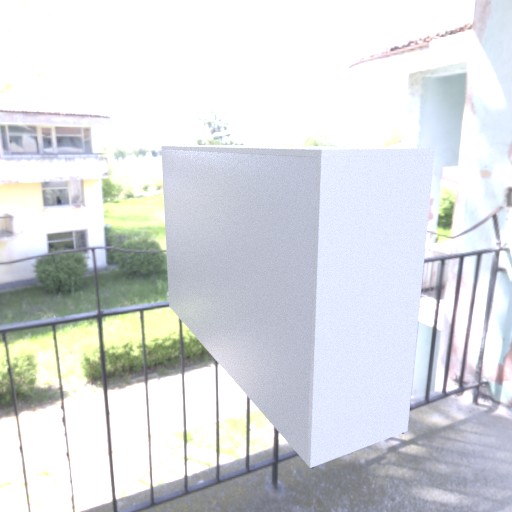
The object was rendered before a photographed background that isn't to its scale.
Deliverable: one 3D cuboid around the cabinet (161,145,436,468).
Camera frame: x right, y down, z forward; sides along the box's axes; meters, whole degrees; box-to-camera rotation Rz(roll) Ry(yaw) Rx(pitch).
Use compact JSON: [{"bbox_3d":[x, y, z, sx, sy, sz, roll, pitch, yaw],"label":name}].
[{"bbox_3d":[0.000,0.000,1.877,0.380,0.900,1.450,-7,16,-26],"label":"cabinet"}]
